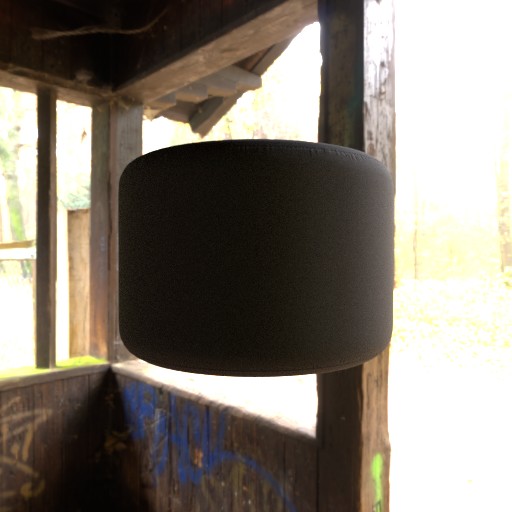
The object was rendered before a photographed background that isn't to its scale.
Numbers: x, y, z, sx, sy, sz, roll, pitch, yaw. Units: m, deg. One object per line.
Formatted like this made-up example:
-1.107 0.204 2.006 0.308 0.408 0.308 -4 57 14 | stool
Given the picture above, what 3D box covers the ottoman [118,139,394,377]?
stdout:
0.000 0.000 1.025 0.608 0.433 0.608 0 0 0 | ottoman
